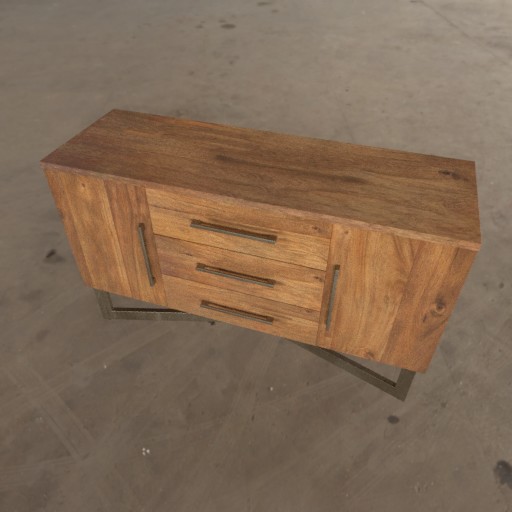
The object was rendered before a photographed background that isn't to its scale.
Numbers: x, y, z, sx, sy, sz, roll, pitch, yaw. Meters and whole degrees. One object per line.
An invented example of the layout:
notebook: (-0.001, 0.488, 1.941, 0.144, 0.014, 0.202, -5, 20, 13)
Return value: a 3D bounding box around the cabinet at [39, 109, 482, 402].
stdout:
cabinet: (0.000, 0.000, 1.729, 1.373, 0.812, 0.480, 12, 42, 14)
